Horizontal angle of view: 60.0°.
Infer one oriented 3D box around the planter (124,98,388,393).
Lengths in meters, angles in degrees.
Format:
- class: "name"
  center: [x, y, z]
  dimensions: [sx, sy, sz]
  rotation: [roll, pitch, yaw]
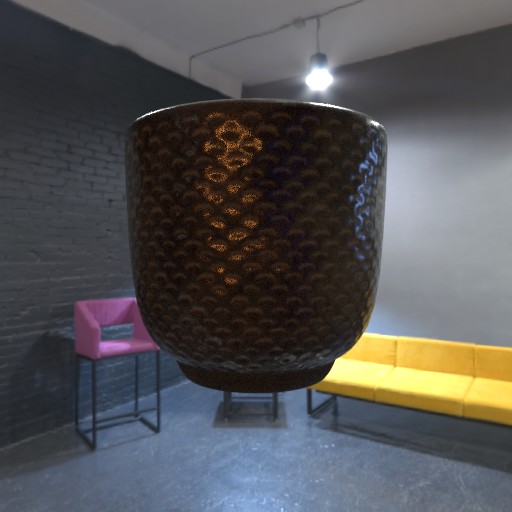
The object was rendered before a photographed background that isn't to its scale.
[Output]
- class: "planter"
  center: [0.000, 0.000, 0.246]
  dimensions: [0.140, 0.129, 0.140]
  rotation: [0, 1, 0]
